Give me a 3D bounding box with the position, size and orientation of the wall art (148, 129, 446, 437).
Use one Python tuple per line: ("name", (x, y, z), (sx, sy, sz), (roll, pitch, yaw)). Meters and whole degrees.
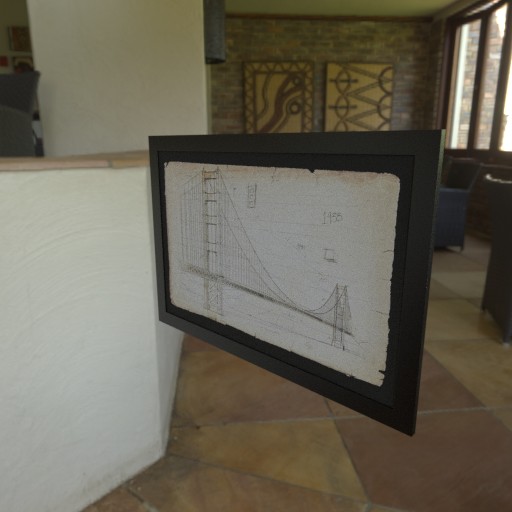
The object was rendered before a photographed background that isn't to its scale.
("wall art", (0.000, 0.000, 0.839), (0.660, 0.447, 0.013), (13, 19, 42))
